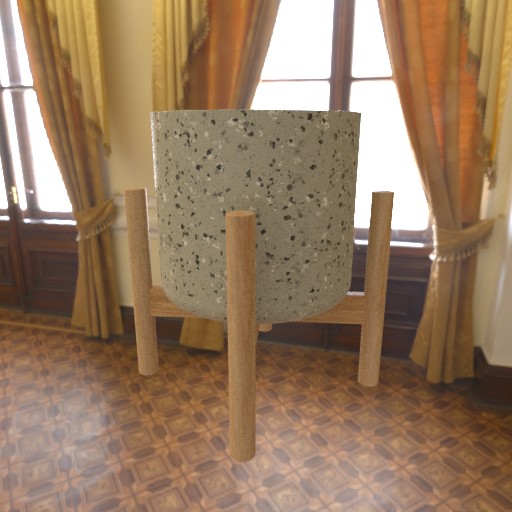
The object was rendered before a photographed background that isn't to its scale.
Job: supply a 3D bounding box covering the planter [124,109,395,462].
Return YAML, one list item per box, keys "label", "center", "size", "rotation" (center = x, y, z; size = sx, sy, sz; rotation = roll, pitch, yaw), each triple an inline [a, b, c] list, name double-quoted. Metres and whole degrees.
- label: "planter"
  center: [0.000, 0.000, 0.522]
  size: [0.284, 0.320, 0.284]
  rotation: [8, 18, 27]
